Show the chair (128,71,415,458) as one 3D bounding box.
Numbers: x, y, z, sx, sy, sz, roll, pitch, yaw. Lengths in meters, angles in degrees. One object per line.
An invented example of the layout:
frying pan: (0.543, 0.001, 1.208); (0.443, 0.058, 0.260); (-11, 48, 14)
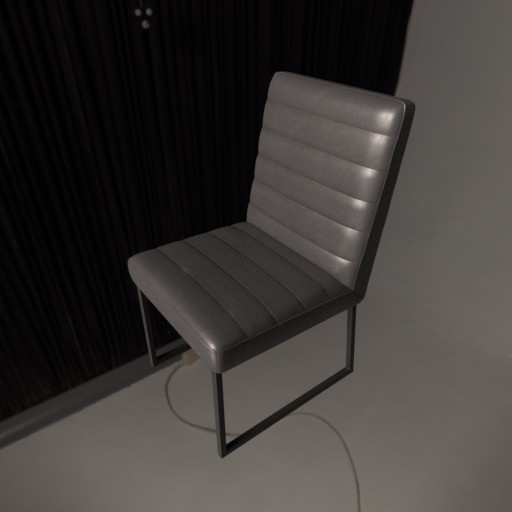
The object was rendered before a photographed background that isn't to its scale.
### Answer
chair: (0.000, 0.000, 1.339); (0.634, 0.930, 0.520); (-22, 39, -30)
